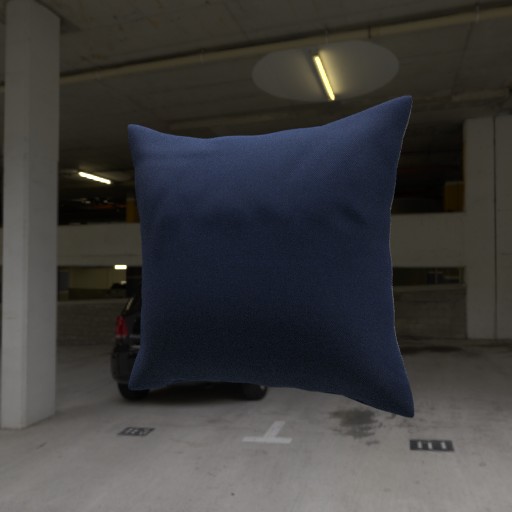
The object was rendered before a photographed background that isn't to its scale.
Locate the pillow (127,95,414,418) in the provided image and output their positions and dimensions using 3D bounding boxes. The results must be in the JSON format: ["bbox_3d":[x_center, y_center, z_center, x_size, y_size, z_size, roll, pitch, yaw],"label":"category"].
[{"bbox_3d":[0.000,0.000,0.692,0.463,0.454,0.173,0,-1,17],"label":"pillow"}]
